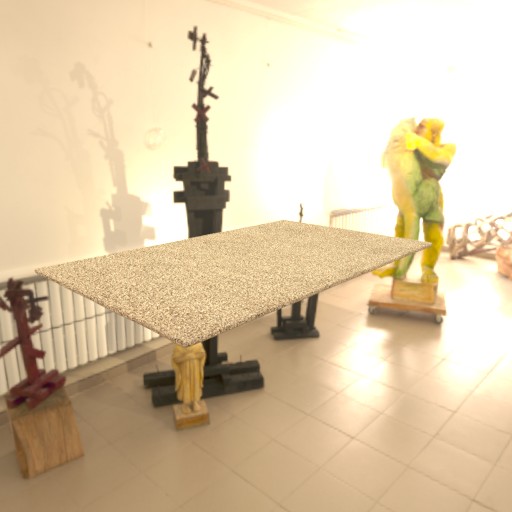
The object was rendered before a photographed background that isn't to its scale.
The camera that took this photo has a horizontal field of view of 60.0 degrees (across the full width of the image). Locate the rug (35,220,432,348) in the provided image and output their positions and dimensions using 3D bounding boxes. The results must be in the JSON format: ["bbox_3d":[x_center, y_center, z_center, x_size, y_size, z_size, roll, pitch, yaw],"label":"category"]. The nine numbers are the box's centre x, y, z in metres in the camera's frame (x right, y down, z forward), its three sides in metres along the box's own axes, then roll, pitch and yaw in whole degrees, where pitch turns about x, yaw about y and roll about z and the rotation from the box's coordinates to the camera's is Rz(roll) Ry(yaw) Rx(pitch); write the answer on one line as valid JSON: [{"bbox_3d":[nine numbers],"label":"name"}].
[{"bbox_3d":[0.000,0.000,3.122,1.524,0.030,2.438,13,20,42],"label":"rug"}]
